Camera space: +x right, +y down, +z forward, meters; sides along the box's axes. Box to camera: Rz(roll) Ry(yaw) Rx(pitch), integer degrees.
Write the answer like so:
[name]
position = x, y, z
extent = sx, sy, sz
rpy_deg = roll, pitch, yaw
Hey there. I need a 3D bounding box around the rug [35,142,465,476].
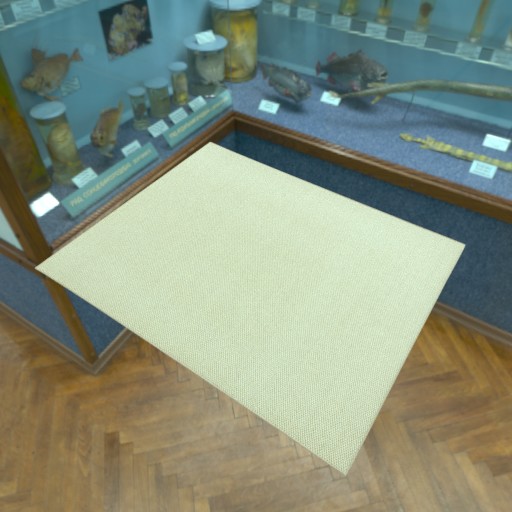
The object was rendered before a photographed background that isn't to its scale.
[rug]
position = 0.000, 0.000, 4.007
extent = 3.039, 0.018, 2.462
rpy_deg = 27, 52, 23
